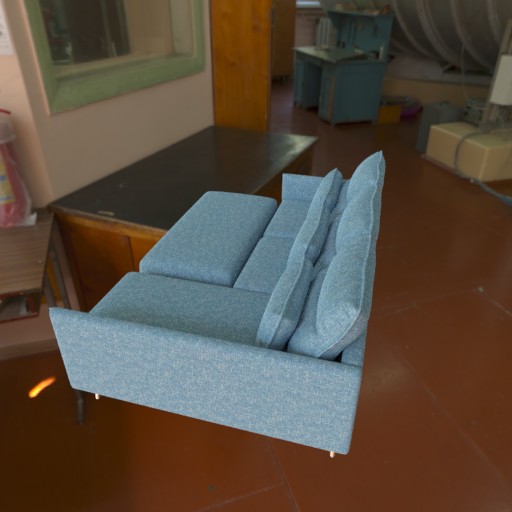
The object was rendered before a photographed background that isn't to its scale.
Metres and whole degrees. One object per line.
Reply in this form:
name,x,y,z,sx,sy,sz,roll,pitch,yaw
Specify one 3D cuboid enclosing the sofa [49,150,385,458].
sofa,0.000,0.000,2.777,1.420,0.899,2.034,8,32,14
